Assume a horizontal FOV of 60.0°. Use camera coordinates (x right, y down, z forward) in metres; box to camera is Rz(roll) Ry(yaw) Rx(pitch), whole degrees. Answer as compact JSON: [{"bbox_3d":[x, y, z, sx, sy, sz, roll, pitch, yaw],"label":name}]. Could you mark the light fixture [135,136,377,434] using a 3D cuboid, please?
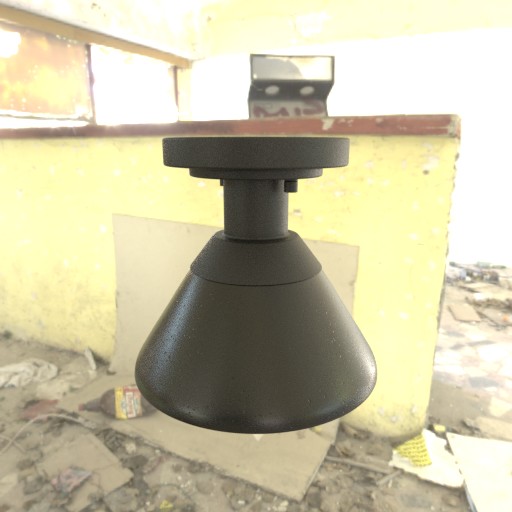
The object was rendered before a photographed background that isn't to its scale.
[{"bbox_3d":[0.000,0.000,0.357,0.200,0.183,0.200,0,14,0],"label":"light fixture"}]
